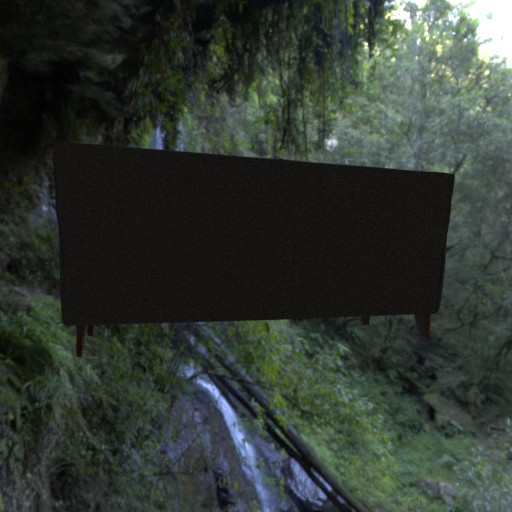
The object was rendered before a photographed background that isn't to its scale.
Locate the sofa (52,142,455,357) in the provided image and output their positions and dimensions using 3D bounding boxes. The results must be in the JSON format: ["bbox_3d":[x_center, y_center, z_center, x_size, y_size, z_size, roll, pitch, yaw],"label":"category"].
[{"bbox_3d":[0.000,0.000,2.479,2.002,0.907,0.843,1,-2,-17],"label":"sofa"}]
